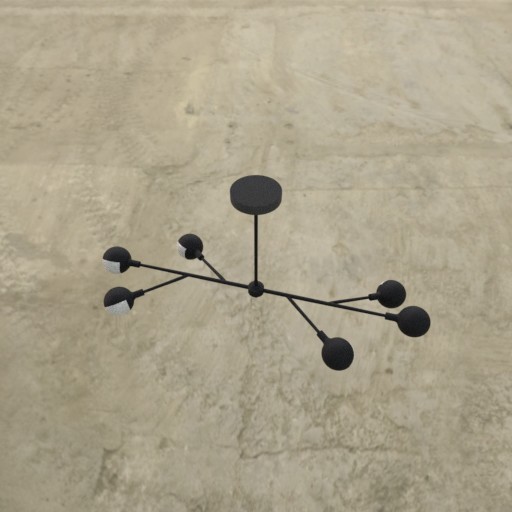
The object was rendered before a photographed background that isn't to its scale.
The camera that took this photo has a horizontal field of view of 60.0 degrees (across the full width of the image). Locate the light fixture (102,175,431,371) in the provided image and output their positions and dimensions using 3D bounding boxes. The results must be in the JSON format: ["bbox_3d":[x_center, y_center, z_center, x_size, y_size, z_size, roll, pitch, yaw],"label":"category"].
[{"bbox_3d":[0.000,0.000,0.984,0.778,0.362,0.434,23,50,21],"label":"light fixture"}]
